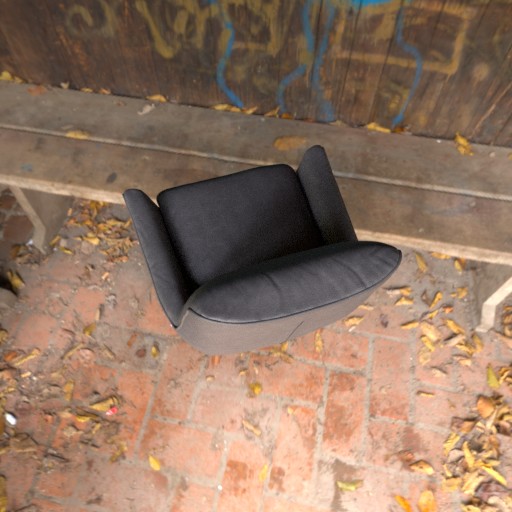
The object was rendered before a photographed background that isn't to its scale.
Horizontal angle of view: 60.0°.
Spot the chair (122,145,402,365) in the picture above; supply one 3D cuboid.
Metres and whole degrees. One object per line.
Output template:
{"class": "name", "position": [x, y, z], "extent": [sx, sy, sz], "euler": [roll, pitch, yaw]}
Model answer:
{"class": "chair", "position": [0.000, 0.000, 1.521], "extent": [0.787, 0.888, 0.822], "euler": [-15, 60, -9]}
